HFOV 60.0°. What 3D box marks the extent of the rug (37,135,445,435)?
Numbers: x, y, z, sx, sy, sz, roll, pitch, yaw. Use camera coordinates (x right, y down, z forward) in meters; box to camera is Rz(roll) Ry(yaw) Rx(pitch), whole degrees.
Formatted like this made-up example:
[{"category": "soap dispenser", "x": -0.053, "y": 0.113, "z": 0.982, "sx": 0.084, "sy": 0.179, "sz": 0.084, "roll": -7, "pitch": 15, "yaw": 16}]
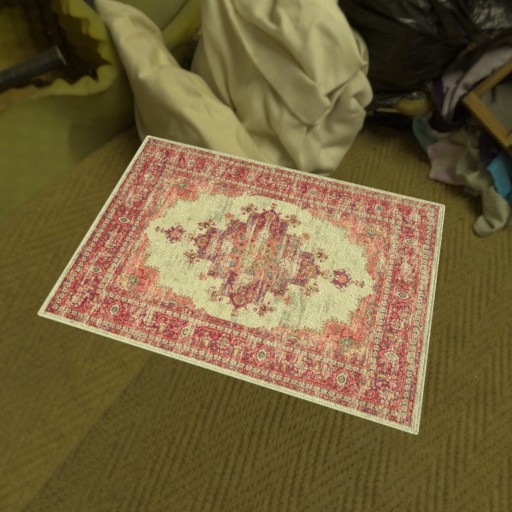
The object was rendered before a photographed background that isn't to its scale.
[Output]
[{"category": "rug", "x": 0.000, "y": 0.000, "z": 2.217, "sx": 1.747, "sy": 0.011, "sz": 1.217, "roll": 15, "pitch": 60, "yaw": 9}]
